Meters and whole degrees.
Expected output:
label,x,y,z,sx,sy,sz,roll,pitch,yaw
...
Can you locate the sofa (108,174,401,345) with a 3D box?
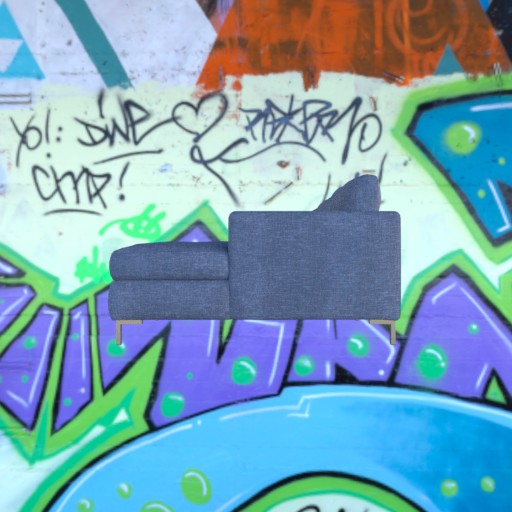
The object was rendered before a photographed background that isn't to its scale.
label,x,y,z,sx,sy,sz,roll,pitch,yaw
sofa,0.000,0.000,3.452,1.350,0.810,2.932,0,0,0
